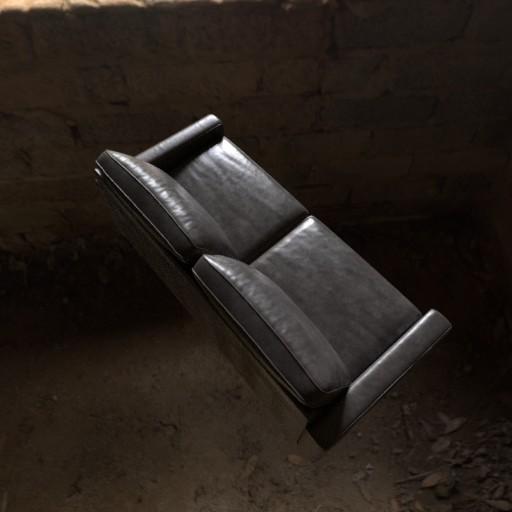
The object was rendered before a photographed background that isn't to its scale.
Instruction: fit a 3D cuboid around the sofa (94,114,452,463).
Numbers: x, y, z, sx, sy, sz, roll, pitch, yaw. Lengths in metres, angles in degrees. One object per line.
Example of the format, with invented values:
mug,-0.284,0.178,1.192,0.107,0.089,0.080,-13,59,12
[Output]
sofa,0.000,0.000,2.616,0.939,0.916,2.081,-36,66,-19
